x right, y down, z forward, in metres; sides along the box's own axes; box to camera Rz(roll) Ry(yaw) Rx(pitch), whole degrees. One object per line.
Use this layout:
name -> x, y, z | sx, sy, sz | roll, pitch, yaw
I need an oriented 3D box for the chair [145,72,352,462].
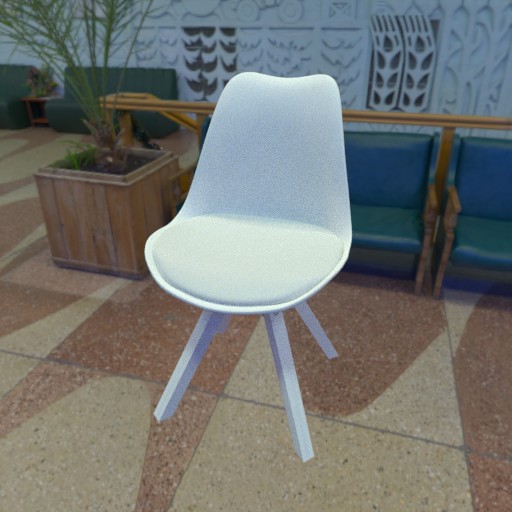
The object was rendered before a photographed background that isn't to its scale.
chair -> 0.000, 0.000, 1.167 | 0.485, 0.850, 0.550 | 9, 29, 16
